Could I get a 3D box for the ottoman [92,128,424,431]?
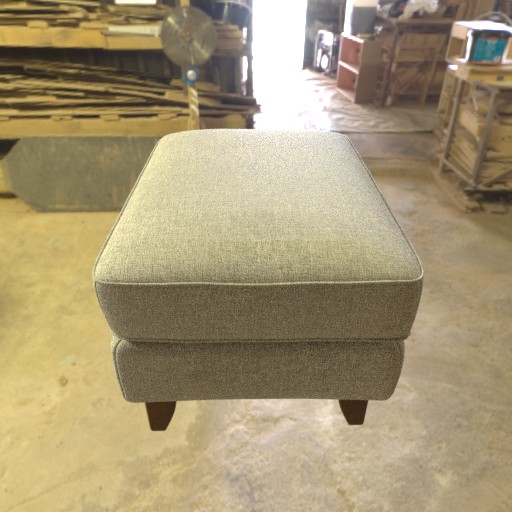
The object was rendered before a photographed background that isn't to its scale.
[{"bbox_3d":[0.000,0.000,1.298,0.661,0.561,0.889,0,33,-1],"label":"ottoman"}]
